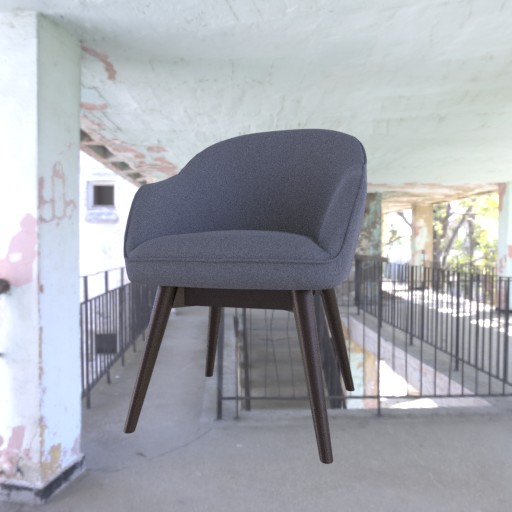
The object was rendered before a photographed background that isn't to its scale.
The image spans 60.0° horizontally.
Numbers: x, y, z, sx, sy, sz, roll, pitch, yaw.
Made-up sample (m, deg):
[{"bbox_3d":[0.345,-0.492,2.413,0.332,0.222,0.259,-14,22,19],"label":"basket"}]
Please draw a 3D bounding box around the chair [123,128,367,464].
[{"bbox_3d":[0.000,0.000,1.193,0.589,0.810,0.611,1,2,18],"label":"chair"}]
